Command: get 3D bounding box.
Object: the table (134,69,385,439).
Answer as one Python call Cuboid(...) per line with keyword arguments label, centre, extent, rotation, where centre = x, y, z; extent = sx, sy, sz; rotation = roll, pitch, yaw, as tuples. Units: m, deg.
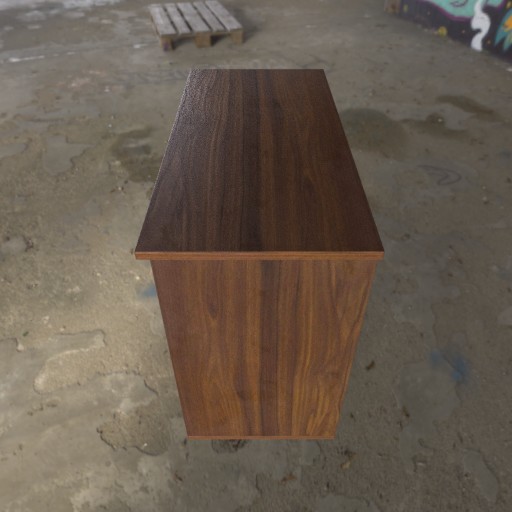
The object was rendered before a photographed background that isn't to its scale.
Cuboid(label="table", centre=(0.000, 0.000, 1.213), extent=(0.390, 0.725, 0.802), rotation=(0, 41, 0))
